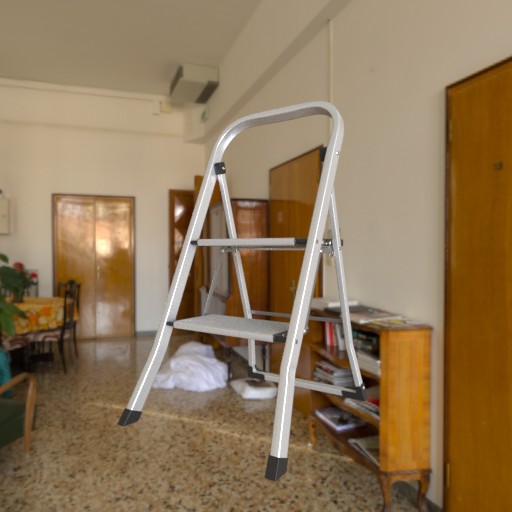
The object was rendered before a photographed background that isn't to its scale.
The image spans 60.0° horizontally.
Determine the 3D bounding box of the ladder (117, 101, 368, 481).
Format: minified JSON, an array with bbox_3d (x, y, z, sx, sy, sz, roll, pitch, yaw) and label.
[{"bbox_3d":[0.000,0.000,1.168,0.465,0.830,0.530,1,1,35],"label":"ladder"}]
